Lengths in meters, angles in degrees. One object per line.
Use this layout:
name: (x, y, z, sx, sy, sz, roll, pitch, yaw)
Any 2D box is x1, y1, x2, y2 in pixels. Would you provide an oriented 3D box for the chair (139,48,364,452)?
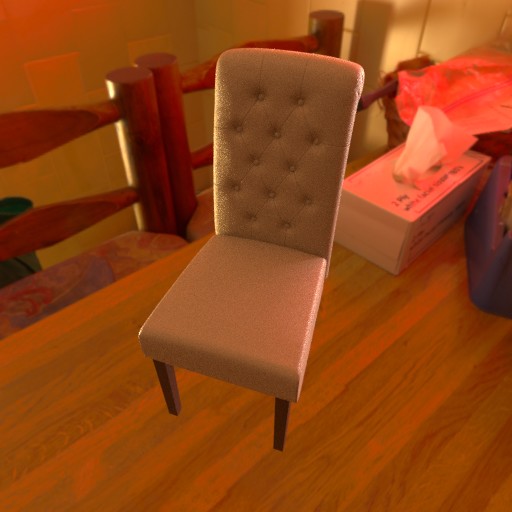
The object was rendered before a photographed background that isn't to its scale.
chair: (0.000, 0.000, 1.339, 0.456, 1.006, 0.671, 13, 44, 14)
